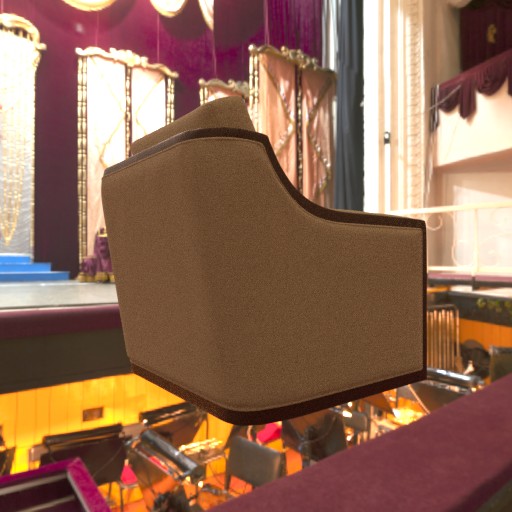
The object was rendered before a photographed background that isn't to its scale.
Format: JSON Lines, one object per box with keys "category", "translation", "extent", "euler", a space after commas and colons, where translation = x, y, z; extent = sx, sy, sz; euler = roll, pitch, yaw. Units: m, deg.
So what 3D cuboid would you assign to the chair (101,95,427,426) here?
{"category": "chair", "translation": [0.000, 0.000, 1.659], "extent": [0.950, 0.930, 0.870], "euler": [0, 0, -37]}
